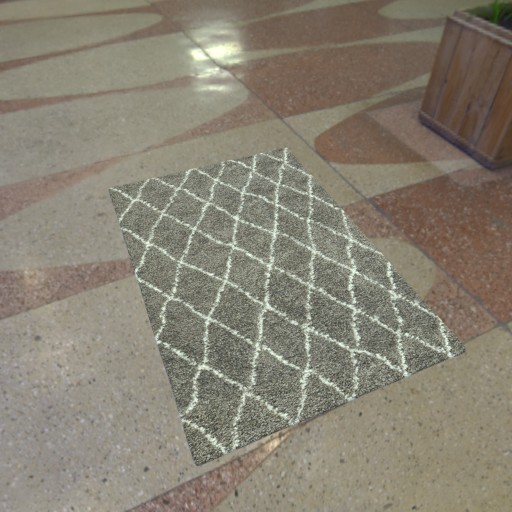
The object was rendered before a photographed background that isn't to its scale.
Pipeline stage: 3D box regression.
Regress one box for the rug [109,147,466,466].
[{"bbox_3d":[0.000,0.000,2.313,1.219,0.030,1.778,-17,47,-16],"label":"rug"}]
